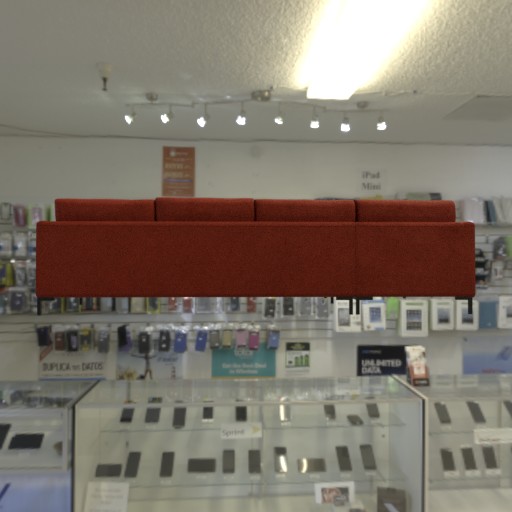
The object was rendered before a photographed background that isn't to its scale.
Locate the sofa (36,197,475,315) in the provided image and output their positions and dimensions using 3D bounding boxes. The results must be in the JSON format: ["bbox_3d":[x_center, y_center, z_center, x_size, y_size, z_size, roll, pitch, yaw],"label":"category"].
[{"bbox_3d":[0.000,0.000,2.989,2.467,0.663,1.136,0,-1,-1],"label":"sofa"}]
